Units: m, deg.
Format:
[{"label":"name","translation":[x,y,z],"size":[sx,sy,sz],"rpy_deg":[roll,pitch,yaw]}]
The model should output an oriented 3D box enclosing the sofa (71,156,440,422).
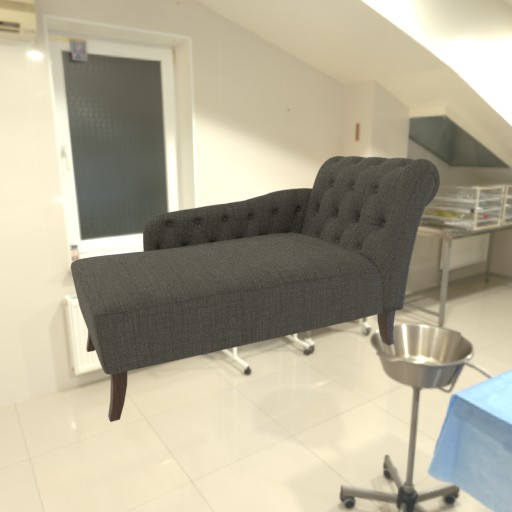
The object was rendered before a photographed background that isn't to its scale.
[{"label":"sofa","translation":[0.000,0.000,1.832],"size":[1.379,0.787,0.675],"rpy_deg":[-7,16,-26]}]
